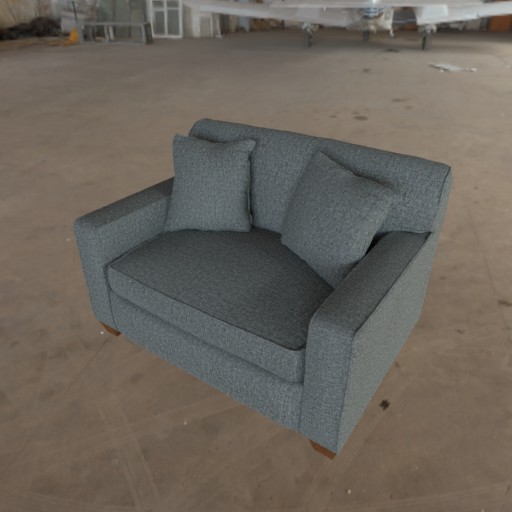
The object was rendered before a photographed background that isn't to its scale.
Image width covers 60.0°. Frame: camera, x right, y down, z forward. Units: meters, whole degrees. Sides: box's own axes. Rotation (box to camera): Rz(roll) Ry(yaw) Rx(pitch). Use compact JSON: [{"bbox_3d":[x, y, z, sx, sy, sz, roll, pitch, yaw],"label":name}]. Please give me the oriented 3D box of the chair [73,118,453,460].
[{"bbox_3d":[0.000,0.000,2.056,1.383,0.948,1.000,20,36,29],"label":"chair"}]
